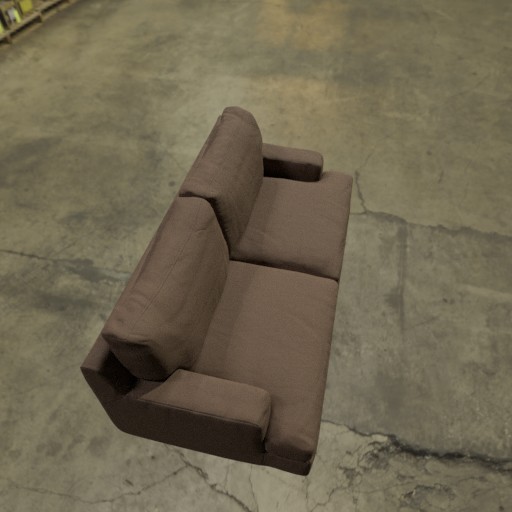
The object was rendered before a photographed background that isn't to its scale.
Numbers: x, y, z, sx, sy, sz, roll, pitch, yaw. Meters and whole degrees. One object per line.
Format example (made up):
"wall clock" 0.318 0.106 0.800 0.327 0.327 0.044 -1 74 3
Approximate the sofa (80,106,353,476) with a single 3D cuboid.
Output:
"sofa" 0.000 0.000 2.864 1.140 0.950 2.274 10 48 9
